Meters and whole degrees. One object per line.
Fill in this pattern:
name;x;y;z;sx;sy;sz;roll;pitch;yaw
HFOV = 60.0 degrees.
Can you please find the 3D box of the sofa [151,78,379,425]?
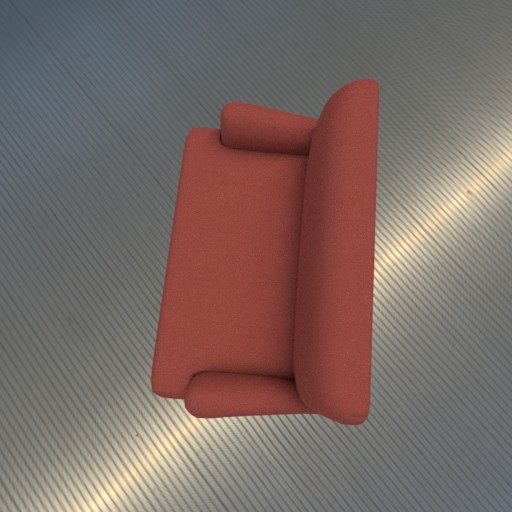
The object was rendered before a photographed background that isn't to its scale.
sofa;0.000;0.000;1.859;0.779;0.889;1.297;5;76;1
